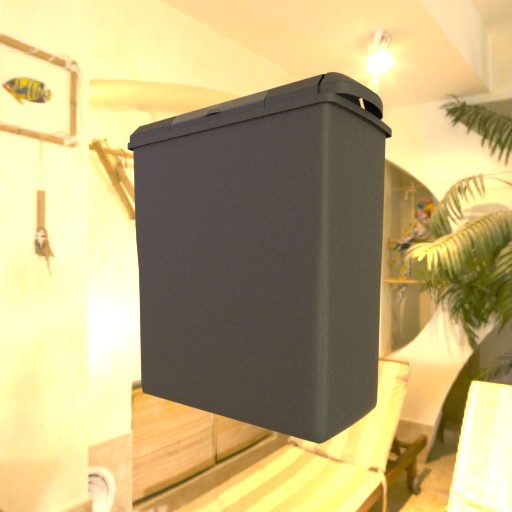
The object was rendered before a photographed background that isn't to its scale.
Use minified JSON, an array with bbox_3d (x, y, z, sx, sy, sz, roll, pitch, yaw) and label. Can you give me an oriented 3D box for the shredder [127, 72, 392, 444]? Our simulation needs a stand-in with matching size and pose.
[{"bbox_3d":[0.000,0.000,0.527,0.320,0.335,0.170,0,0,38],"label":"shredder"}]
